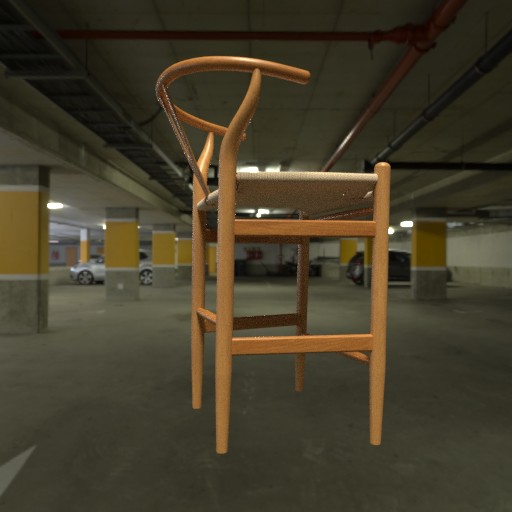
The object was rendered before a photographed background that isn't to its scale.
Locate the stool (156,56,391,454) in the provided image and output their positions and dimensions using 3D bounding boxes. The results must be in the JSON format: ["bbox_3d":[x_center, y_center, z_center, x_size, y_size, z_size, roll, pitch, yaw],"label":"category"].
[{"bbox_3d":[0.000,0.000,1.308,0.579,0.970,0.569,0,-1,-18],"label":"stool"}]
